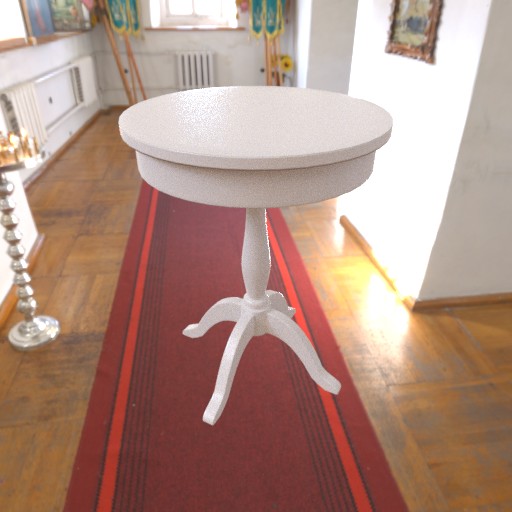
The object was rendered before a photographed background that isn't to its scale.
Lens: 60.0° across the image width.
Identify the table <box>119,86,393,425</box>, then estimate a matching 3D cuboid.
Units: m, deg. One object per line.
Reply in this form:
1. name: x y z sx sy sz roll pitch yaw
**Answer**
1. table: 0.000 0.000 1.025 0.513 0.653 0.513 0 32 0
